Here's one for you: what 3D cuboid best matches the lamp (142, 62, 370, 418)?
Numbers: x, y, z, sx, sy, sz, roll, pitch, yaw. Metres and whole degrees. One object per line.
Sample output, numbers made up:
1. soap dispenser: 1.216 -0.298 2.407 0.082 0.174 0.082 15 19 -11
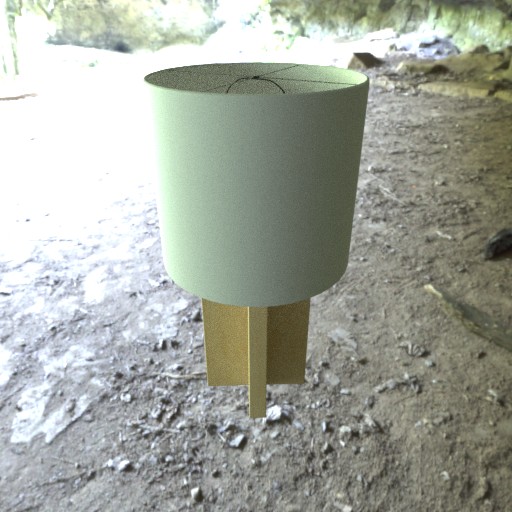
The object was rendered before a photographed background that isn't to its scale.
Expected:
1. lamp: 0.000 0.000 0.561 0.229 0.428 0.229 -1 30 -2
